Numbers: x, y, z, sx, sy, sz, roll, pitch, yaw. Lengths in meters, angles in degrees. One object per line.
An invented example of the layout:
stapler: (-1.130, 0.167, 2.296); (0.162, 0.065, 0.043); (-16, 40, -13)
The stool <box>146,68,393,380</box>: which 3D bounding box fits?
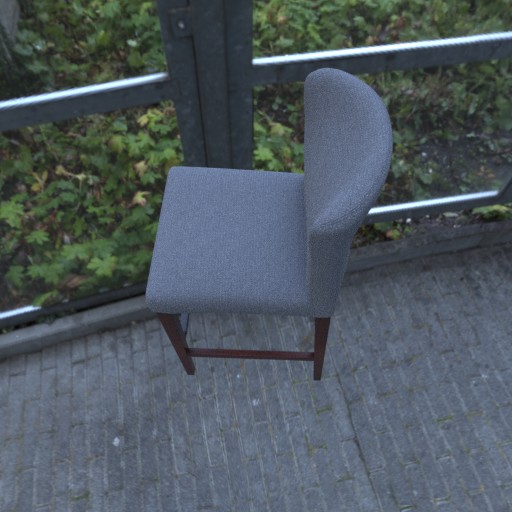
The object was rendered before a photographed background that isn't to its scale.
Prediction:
stool: (0.000, 0.000, 1.371); (0.568, 1.069, 0.486); (2, 58, 1)
